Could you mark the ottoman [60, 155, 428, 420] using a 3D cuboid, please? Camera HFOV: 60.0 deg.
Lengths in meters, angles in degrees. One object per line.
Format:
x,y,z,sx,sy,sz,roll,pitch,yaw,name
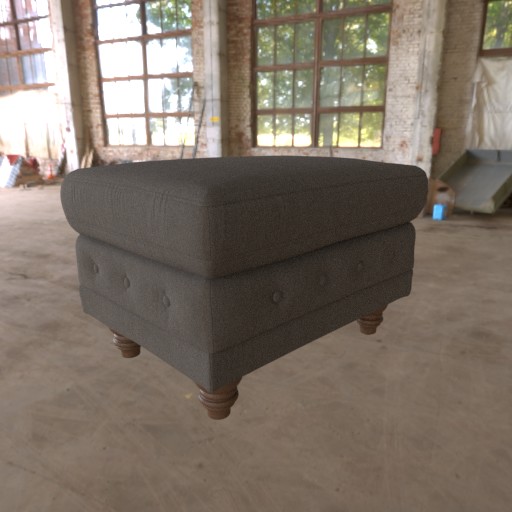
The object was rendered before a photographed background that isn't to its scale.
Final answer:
0.000,0.000,1.153,0.771,0.500,0.569,-14,21,-42,ottoman
